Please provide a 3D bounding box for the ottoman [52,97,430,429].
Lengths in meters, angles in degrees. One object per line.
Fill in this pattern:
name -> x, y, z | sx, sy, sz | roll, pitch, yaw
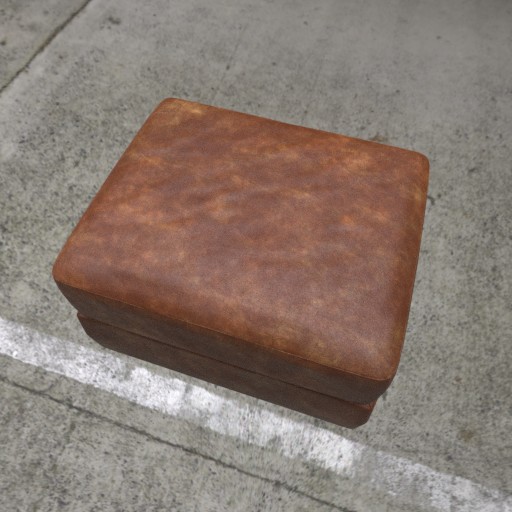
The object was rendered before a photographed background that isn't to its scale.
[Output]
ottoman -> 0.000, 0.000, 1.137 | 0.751, 0.476, 0.603 | 15, 60, 9
